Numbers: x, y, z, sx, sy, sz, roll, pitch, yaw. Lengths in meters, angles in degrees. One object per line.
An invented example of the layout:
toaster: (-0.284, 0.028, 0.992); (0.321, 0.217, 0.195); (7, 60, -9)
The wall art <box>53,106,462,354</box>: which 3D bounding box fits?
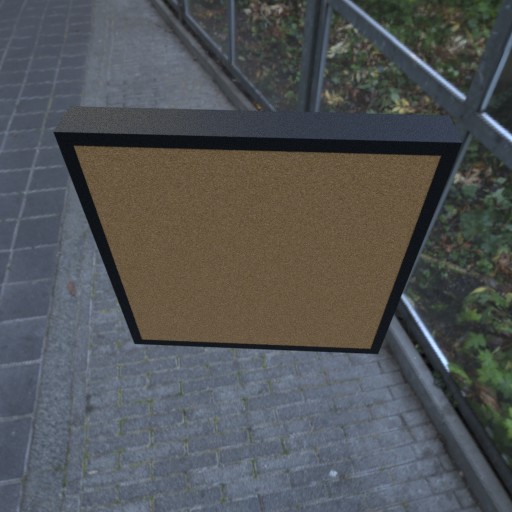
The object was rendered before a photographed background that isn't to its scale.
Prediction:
wall art: (0.000, 0.000, 0.454); (0.305, 0.304, 0.038); (2, 48, 2)
